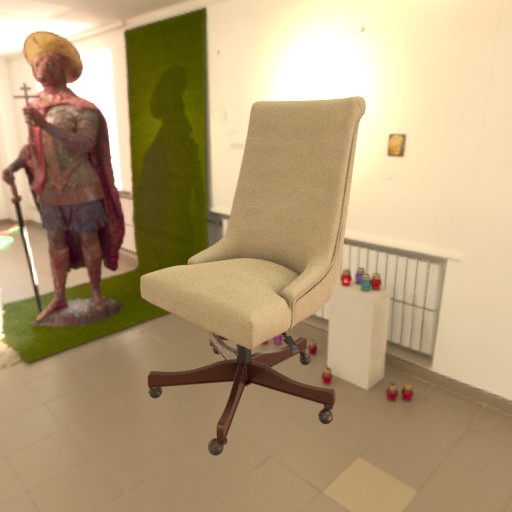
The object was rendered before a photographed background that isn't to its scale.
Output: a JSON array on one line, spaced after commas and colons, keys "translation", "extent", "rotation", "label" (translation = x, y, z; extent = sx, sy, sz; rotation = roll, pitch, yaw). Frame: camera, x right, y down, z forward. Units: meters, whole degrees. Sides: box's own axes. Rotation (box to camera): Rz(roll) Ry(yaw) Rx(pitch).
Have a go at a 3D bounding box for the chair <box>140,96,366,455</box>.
[{"translation": [0.000, 0.000, 1.481], "extent": [0.645, 1.010, 0.696], "rotation": [15, 22, 42], "label": "chair"}]
